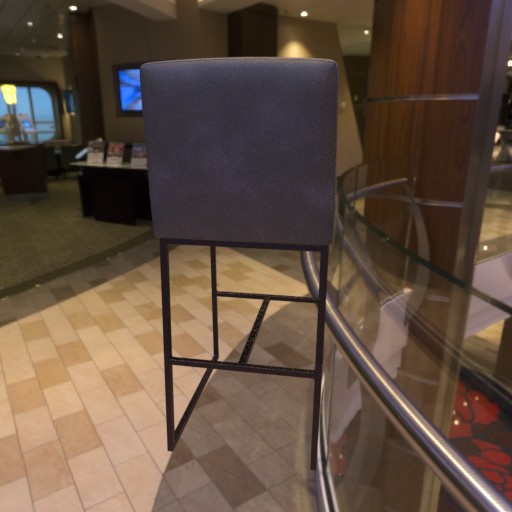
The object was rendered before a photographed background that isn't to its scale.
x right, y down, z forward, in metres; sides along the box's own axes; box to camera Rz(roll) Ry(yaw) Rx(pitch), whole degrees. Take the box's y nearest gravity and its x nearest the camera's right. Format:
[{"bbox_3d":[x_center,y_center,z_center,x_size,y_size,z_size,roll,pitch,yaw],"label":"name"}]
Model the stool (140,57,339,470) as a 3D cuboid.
[{"bbox_3d":[0.000,0.000,1.362,0.463,1.065,0.562,3,18,10],"label":"stool"}]
